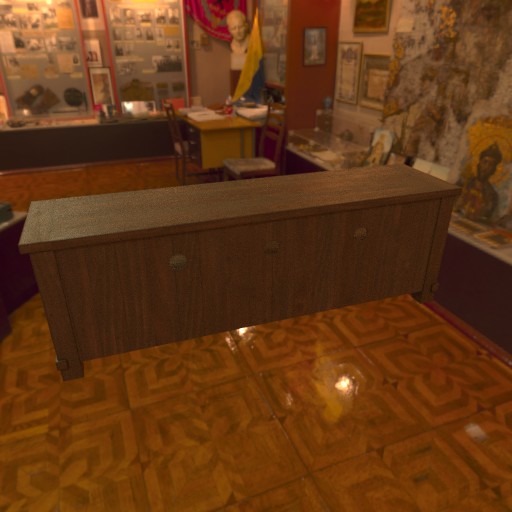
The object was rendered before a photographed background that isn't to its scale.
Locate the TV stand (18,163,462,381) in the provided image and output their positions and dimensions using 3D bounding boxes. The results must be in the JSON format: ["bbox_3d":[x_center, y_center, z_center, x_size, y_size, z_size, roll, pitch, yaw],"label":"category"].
[{"bbox_3d":[0.000,0.000,2.103,1.866,0.615,0.471,-9,28,-17],"label":"TV stand"}]
